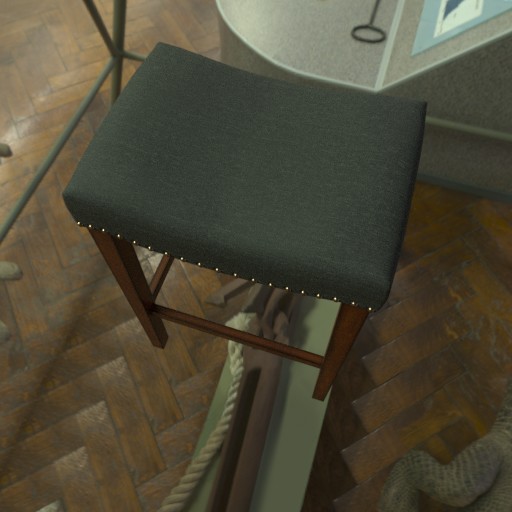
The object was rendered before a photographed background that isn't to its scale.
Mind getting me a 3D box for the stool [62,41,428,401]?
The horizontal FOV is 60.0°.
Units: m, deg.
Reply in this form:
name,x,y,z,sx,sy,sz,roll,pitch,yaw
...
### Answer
name,x,y,z,sx,sy,sz,roll,pitch,yaw
stool,0.000,0.000,0.981,0.502,0.760,0.366,16,64,8
